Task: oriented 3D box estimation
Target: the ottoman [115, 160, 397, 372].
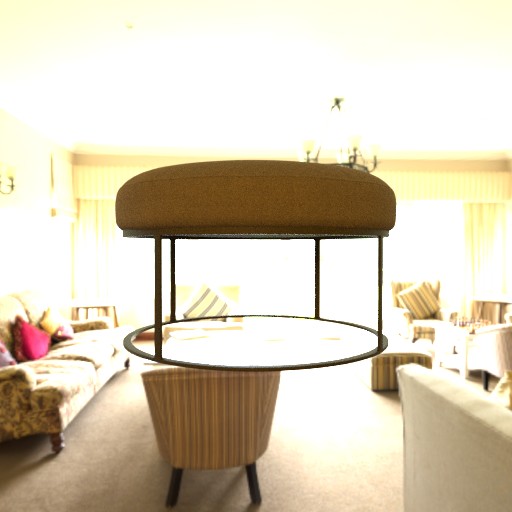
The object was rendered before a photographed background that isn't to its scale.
[{"bbox_3d":[0.000,0.000,1.266,0.772,0.460,0.772,0,1,0],"label":"ottoman"}]
